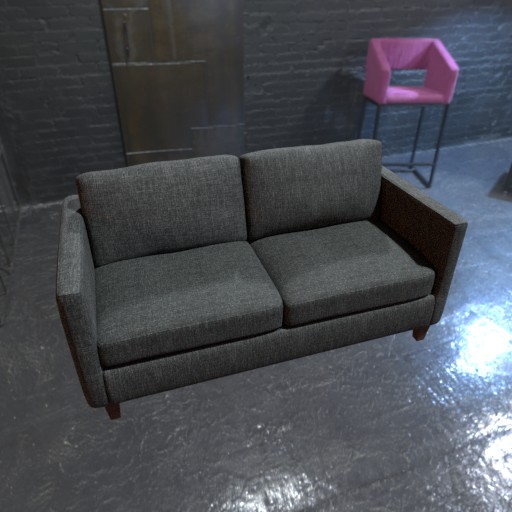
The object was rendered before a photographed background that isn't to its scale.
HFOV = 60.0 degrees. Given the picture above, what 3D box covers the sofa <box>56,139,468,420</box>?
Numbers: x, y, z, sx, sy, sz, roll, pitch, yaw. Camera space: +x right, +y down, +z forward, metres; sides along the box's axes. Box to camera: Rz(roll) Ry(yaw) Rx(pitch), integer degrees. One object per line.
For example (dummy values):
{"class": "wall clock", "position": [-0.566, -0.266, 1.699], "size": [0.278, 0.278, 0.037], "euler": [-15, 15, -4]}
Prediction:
{"class": "sofa", "position": [0.000, 0.000, 2.376], "size": [1.884, 0.963, 0.950], "euler": [-10, 34, -15]}
